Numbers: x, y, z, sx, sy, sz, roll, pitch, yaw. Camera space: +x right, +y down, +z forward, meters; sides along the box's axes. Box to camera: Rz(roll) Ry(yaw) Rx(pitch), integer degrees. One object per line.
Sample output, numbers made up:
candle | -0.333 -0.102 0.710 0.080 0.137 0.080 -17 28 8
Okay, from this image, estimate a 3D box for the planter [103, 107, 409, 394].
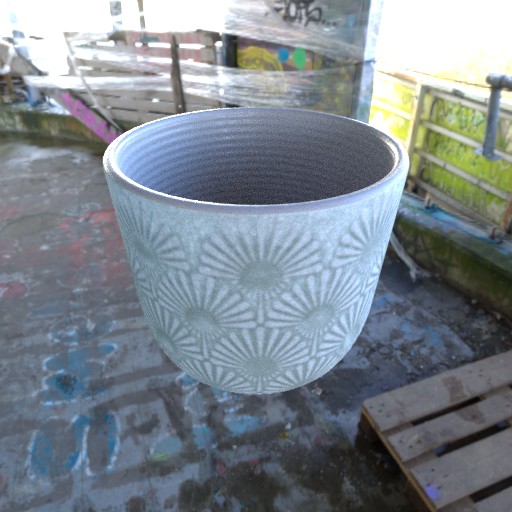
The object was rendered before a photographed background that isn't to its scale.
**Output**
planter | 0.000 0.000 0.294 0.170 0.152 0.170 0 32 0
